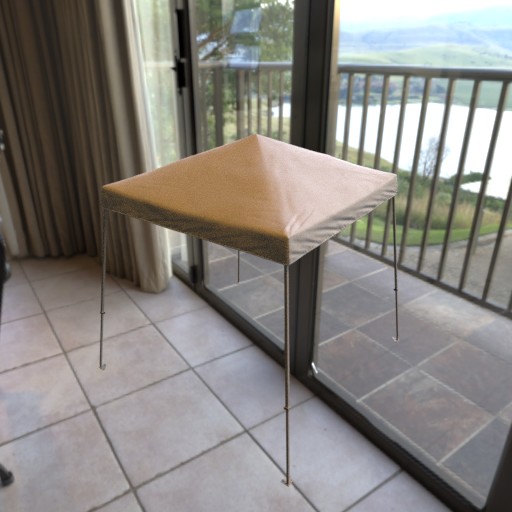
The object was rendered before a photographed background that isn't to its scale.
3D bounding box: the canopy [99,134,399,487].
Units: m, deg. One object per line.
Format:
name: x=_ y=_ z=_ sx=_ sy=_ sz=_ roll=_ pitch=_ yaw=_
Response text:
canopy: x=0.000 y=0.000 z=5.295 sx=2.848 sy=2.849 sz=2.849 roll=17 pitch=30 yaw=33
